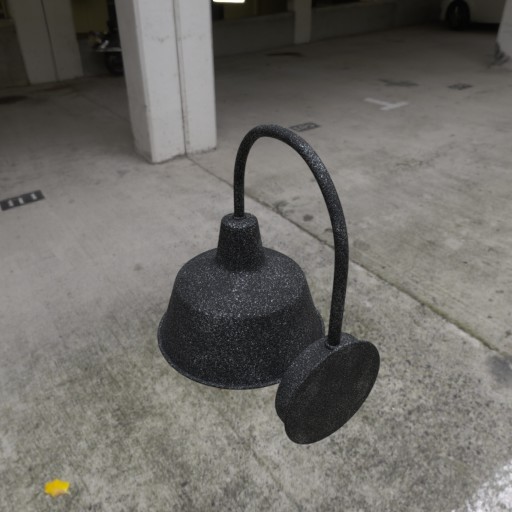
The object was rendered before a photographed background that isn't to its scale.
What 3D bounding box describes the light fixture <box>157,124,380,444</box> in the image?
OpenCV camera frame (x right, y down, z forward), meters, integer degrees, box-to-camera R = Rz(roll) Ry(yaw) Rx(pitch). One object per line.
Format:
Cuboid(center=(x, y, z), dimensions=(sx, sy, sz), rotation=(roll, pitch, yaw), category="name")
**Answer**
Cuboid(center=(0.000, 0.000, 0.491), dimensions=(0.216, 0.300, 0.283), rotation=(-19, 35, -29), category="light fixture")
